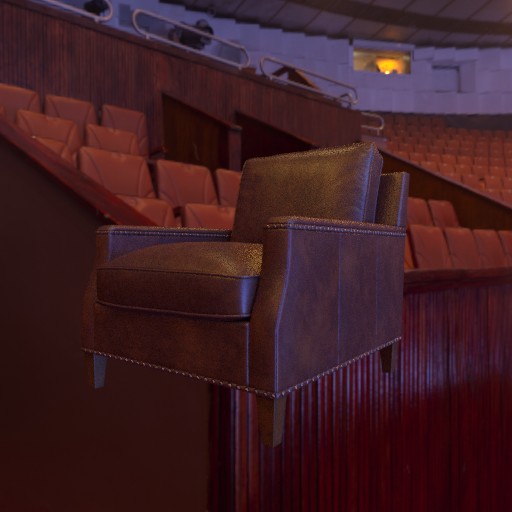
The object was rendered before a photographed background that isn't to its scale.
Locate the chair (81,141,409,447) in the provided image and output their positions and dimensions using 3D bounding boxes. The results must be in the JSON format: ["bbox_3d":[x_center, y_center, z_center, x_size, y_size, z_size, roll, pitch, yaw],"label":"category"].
[{"bbox_3d":[0.000,0.000,1.695,0.853,0.929,1.014,1,1,37],"label":"chair"}]
